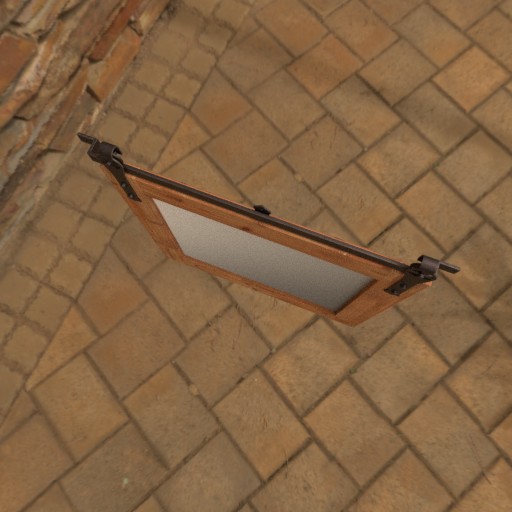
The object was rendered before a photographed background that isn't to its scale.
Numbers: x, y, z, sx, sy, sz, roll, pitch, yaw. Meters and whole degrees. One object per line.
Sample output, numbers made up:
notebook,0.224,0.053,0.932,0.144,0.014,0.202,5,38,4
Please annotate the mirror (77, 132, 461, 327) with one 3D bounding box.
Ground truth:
mirror,0.000,0.000,1.194,0.805,0.800,0.054,20,75,6
